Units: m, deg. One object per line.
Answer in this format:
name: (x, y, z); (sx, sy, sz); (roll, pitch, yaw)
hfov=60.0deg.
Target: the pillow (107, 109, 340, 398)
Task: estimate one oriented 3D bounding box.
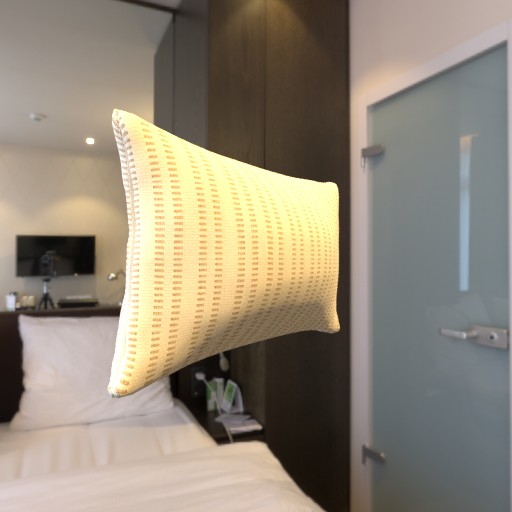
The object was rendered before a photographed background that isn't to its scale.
pillow: (0.000, 0.000, 0.797); (0.210, 0.353, 0.640); (0, -1, 35)
